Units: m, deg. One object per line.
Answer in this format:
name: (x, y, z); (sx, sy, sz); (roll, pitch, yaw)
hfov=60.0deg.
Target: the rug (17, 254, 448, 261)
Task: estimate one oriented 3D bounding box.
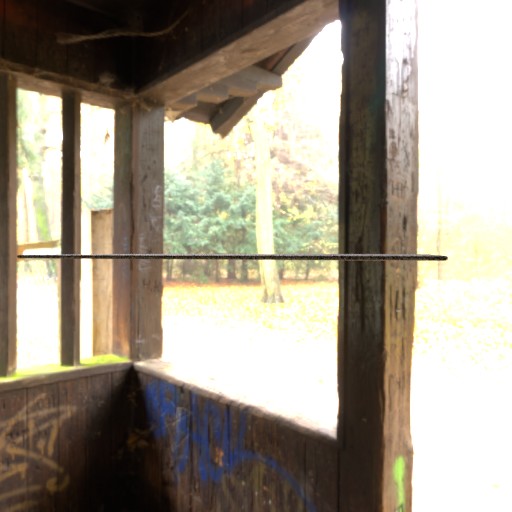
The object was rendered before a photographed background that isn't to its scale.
rug: (0.000, 0.000, 4.031); (3.047, 0.029, 2.438); (0, 0, 19)
